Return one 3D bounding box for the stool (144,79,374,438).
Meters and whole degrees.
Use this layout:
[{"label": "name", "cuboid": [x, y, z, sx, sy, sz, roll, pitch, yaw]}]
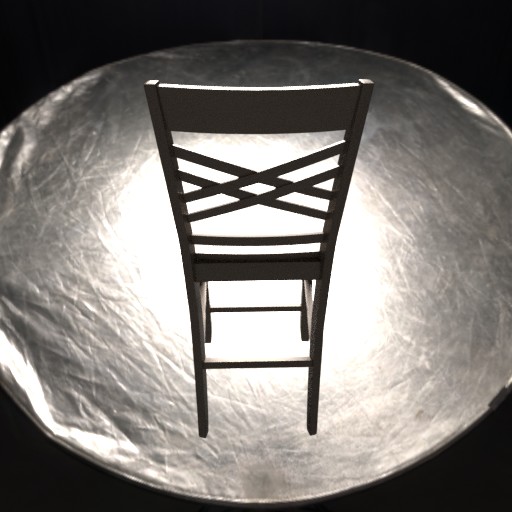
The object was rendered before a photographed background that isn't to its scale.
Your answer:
[{"label": "stool", "cuboid": [0.000, 0.000, 1.368, 0.462, 1.079, 0.539, -1, 29, -1]}]
